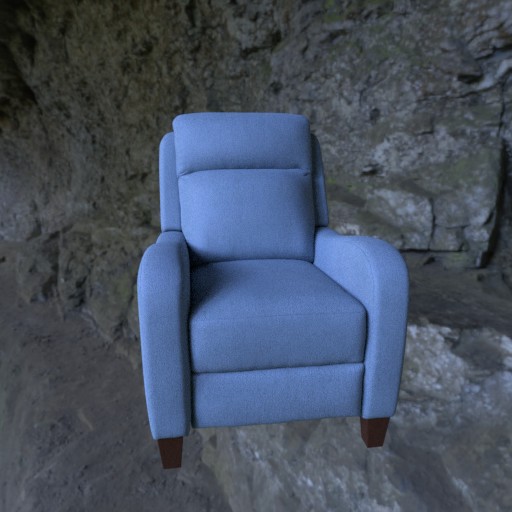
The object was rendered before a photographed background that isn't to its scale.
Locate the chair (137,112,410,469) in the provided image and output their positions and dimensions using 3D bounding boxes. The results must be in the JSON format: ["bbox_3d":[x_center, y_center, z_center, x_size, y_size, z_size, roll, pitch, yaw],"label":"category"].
[{"bbox_3d":[0.000,0.000,1.670,0.785,1.067,0.988,-2,15,-8],"label":"chair"}]
